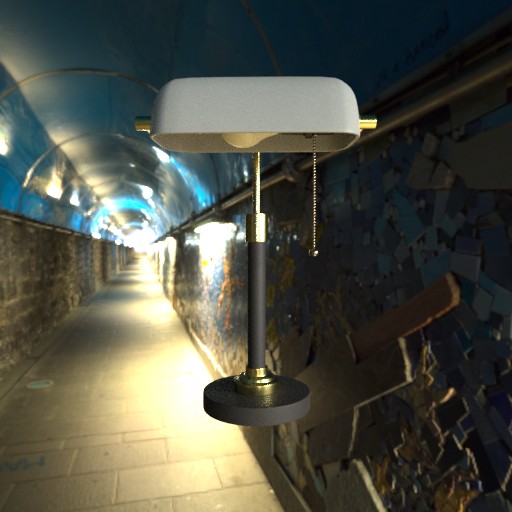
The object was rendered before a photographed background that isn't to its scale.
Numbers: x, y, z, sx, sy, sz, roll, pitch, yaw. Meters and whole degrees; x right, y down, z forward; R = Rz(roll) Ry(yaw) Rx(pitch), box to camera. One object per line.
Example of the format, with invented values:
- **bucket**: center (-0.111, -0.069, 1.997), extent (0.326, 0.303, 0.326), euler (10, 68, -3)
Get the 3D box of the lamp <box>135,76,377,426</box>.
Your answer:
- **lamp**: center (0.000, 0.000, 0.552), extent (0.269, 0.404, 0.227), euler (0, 1, 1)
